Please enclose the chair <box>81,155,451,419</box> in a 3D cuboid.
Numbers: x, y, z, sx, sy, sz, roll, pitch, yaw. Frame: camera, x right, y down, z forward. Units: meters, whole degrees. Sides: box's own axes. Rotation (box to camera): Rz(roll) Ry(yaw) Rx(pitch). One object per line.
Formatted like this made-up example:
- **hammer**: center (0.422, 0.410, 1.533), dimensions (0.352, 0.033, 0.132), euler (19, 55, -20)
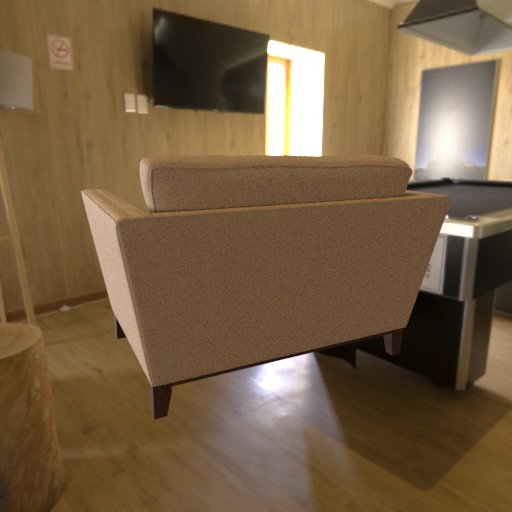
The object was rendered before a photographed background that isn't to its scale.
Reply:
- **chair**: center (0.000, 0.000, 2.077), dimensions (1.397, 0.940, 0.965), euler (-7, 16, -26)
